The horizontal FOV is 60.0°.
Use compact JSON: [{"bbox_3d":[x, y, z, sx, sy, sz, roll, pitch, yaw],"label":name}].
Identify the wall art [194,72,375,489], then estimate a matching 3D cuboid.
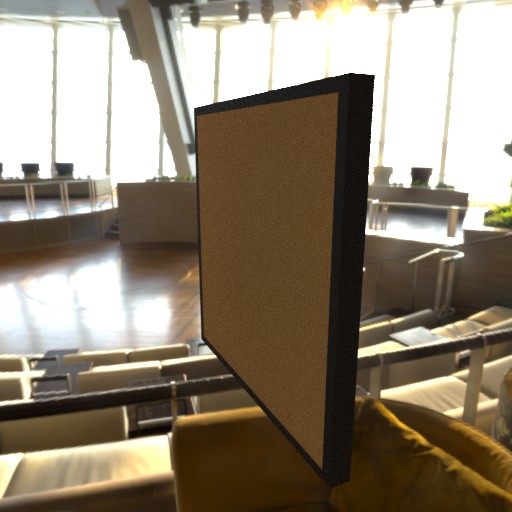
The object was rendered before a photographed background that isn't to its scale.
[{"bbox_3d":[0.000,0.000,0.744,0.033,0.507,0.508,-7,16,-25],"label":"wall art"}]
